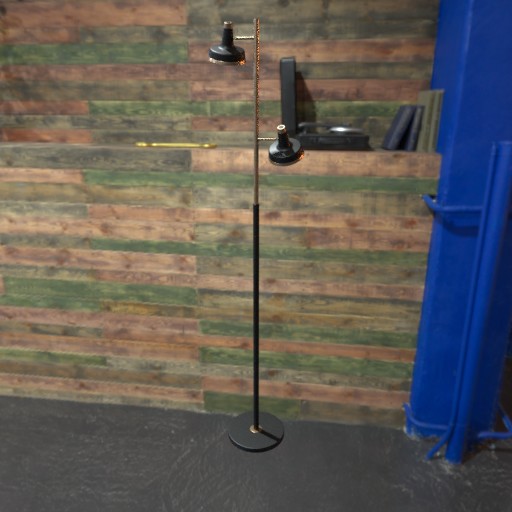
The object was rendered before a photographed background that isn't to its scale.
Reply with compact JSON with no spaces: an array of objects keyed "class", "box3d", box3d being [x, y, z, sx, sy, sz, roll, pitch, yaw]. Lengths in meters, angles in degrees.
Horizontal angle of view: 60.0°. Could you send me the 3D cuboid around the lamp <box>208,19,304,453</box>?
[{"class":"lamp","box3d":[0.000,0.000,1.747,0.351,1.674,0.253,3,18,9]}]
